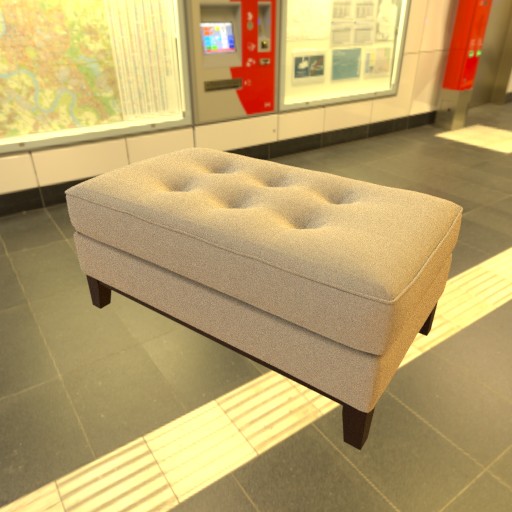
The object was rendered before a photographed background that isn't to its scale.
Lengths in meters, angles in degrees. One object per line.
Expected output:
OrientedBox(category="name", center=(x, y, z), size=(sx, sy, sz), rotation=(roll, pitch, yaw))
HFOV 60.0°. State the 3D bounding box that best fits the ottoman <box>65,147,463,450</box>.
OrientedBox(category="ottoman", center=(0.000, 0.000, 1.491), size=(1.143, 0.508, 0.648), rotation=(19, 35, 30))
